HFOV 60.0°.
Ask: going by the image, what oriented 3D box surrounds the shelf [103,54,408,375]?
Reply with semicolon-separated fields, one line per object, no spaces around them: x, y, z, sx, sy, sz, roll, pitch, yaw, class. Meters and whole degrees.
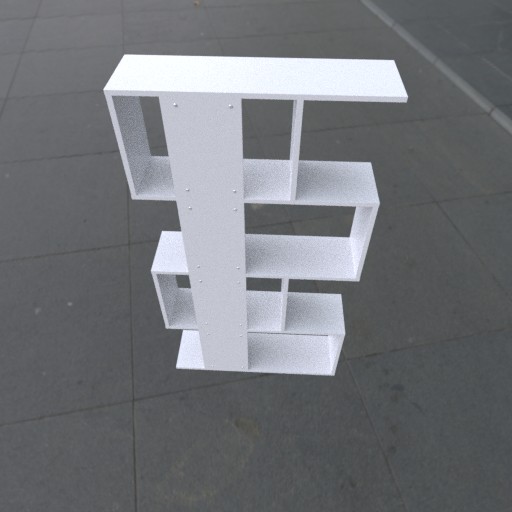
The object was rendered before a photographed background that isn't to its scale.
0.000;0.000;1.978;0.890;1.650;0.250;2;47;2;shelf
